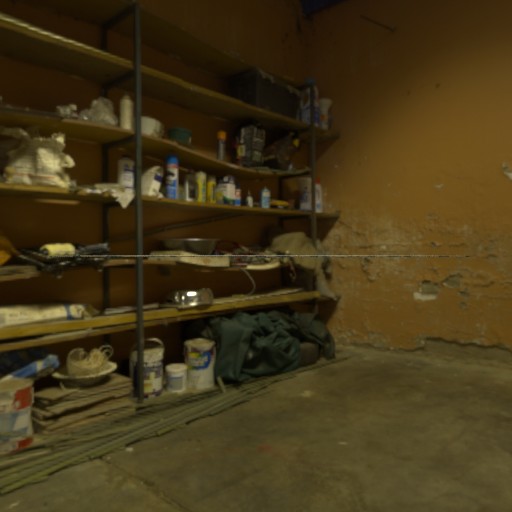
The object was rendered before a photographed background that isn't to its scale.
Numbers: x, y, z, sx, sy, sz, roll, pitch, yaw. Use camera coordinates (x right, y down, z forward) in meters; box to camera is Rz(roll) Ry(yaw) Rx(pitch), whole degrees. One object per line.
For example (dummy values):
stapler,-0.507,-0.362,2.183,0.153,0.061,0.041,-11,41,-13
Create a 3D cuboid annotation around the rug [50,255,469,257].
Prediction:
rug,0.000,0.000,4.053,2.435,0.007,3.007,0,0,-1
